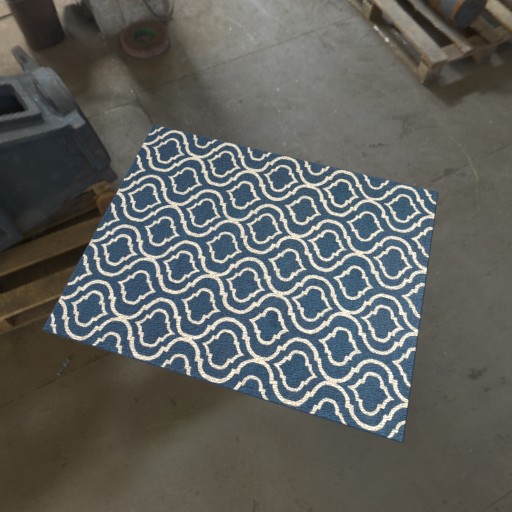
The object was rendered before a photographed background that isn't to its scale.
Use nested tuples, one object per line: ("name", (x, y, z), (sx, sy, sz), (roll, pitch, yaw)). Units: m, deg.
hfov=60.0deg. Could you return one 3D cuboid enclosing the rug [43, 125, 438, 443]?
("rug", (0.000, 0.000, 3.847), (2.881, 0.020, 2.270), (15, 64, 8))
